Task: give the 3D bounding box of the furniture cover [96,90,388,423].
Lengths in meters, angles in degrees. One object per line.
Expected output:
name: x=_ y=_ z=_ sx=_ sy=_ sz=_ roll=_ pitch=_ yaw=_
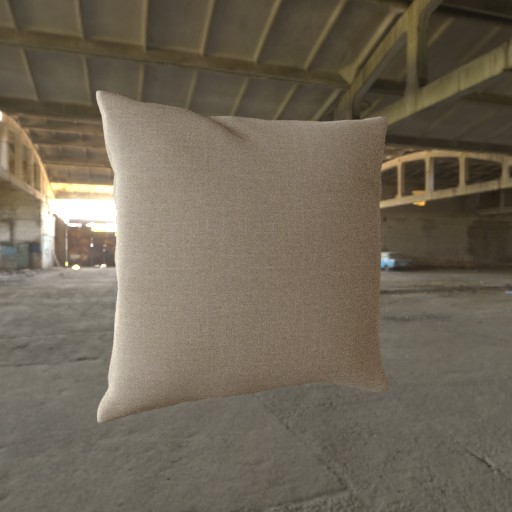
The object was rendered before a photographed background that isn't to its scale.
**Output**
furniture cover: x=0.000 y=0.000 z=0.635 sx=0.431 sy=0.431 sz=0.139 roll=0 pitch=1 yaw=-17
